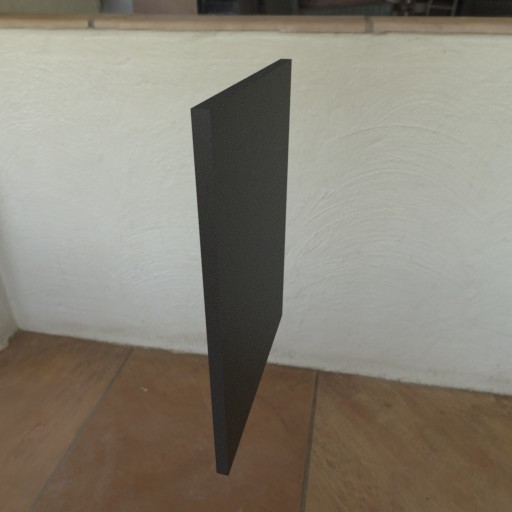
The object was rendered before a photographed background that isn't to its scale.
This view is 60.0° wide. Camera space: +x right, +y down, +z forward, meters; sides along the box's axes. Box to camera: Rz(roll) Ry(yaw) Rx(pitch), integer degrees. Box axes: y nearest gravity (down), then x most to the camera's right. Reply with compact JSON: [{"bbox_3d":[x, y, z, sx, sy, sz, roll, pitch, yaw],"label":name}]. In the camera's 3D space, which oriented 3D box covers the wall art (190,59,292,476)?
[{"bbox_3d":[0.000,0.000,1.401,0.038,1.062,0.806,7,31,12],"label":"wall art"}]
